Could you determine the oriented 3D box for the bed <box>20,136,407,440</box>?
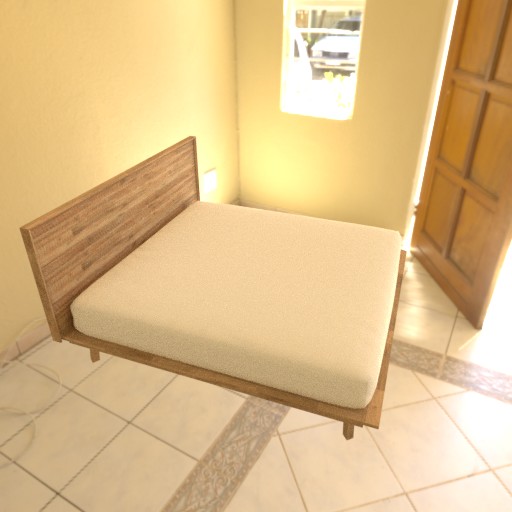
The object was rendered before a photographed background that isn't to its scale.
[{"bbox_3d":[0.000,0.000,3.387,2.167,1.100,2.116,11,32,18],"label":"bed"}]
